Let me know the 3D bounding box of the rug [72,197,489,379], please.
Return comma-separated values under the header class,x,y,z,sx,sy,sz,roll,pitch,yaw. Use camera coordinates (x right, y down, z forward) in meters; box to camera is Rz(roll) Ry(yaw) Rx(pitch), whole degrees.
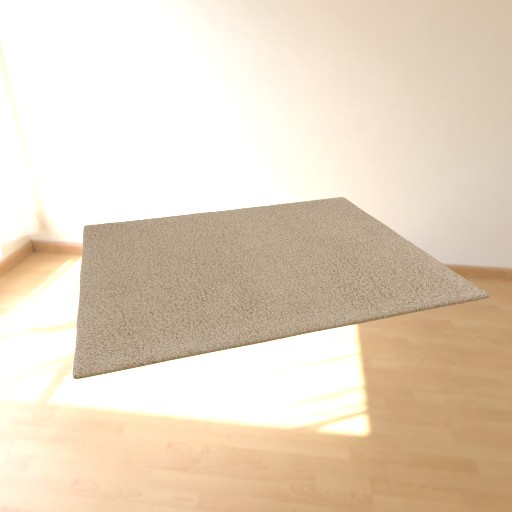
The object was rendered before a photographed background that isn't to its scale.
class,x,y,z,sx,sy,sz,roll,pitch,yaw
rug,0.000,0.000,4.057,3.047,0.029,2.438,-8,28,-16
